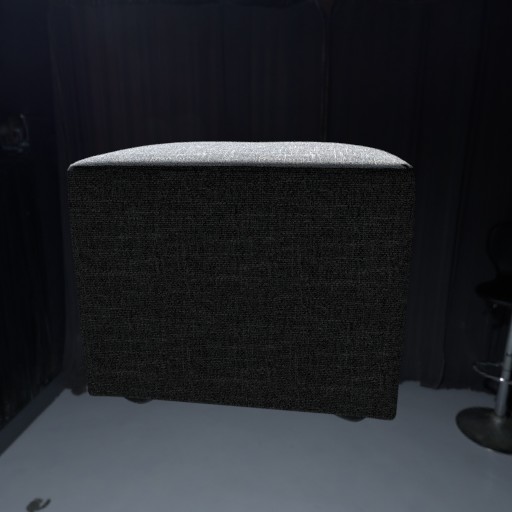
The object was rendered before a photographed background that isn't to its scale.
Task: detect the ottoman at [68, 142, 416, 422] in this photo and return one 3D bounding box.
[{"bbox_3d":[0.000,0.000,0.908,0.521,0.453,0.512,2,15,8],"label":"ottoman"}]
